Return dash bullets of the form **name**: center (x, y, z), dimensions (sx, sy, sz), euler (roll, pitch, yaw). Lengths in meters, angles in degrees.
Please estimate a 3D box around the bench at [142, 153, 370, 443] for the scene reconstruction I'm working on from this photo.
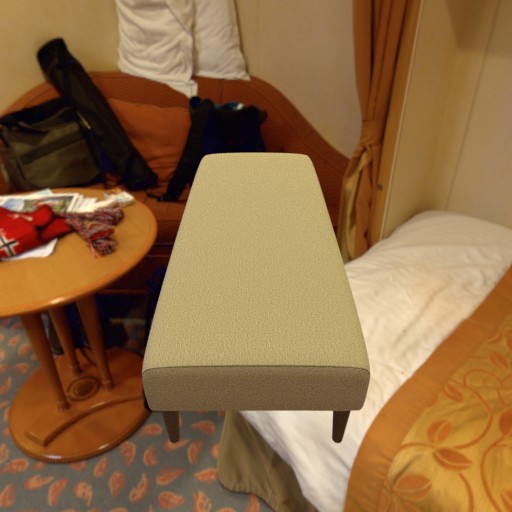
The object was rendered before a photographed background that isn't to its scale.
- **bench**: center (0.000, 0.000, 1.920), dimensions (0.646, 0.393, 1.609), euler (0, 33, 0)
